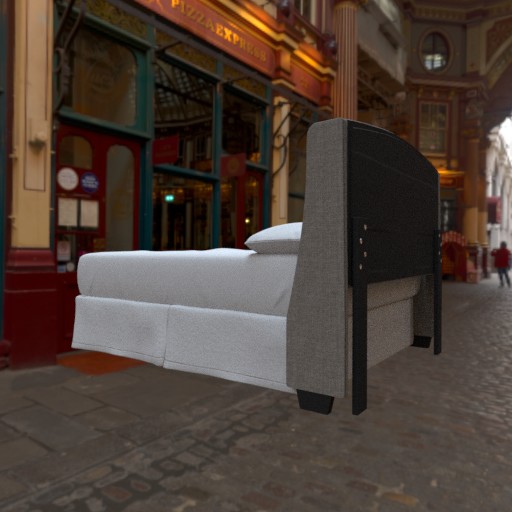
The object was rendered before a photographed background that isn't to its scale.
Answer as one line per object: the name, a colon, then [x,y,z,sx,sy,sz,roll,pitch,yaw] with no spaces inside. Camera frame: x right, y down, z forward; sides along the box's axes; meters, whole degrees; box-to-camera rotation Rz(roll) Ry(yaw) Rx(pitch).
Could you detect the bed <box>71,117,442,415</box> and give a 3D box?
bed: [0.000,0.000,3.262,2.237,1.407,1.710,1,1,36]
